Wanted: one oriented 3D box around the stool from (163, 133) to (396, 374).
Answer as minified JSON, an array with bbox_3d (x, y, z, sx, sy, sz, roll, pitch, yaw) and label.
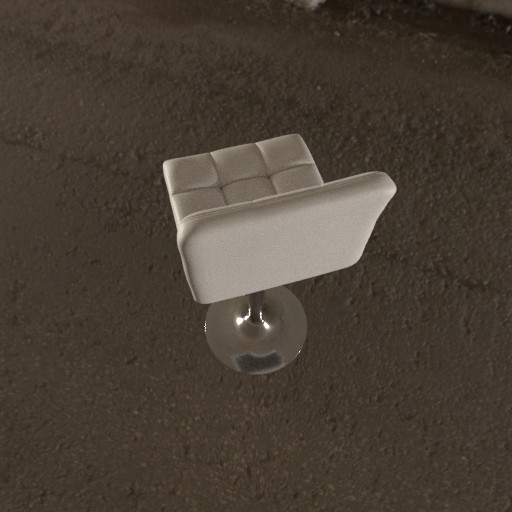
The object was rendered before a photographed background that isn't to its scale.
[{"bbox_3d":[0.000,0.000,1.372,0.430,1.115,0.505,-14,60,-8],"label":"stool"}]
